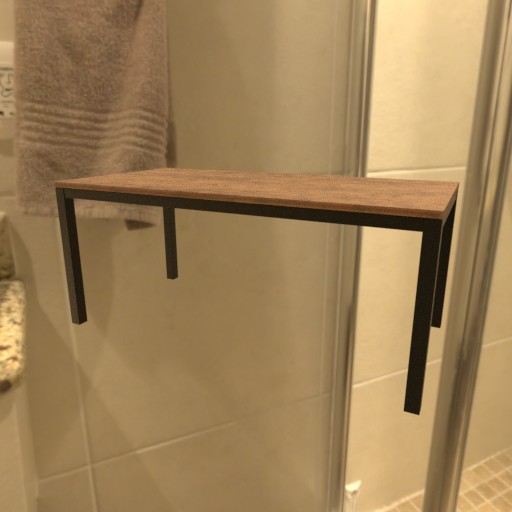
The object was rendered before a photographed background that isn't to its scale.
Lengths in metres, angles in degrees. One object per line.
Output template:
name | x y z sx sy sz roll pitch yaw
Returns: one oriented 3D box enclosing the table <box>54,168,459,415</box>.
table | 0.000 0.000 2.307 1.805 0.767 0.893 8 18 26
